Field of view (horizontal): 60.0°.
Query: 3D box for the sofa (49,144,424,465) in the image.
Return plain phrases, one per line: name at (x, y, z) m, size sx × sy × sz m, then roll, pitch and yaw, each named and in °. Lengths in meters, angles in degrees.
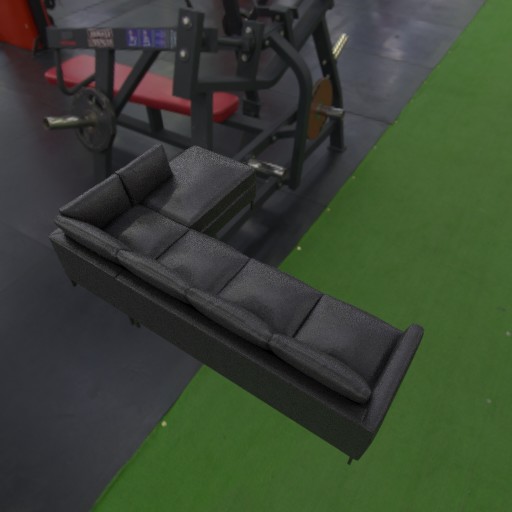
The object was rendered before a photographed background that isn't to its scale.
sofa at (0.000, 0.000, 3.847) m, size 2.984 × 0.877 × 1.938 m, roll 26°, pitch 52°, yaw 23°
